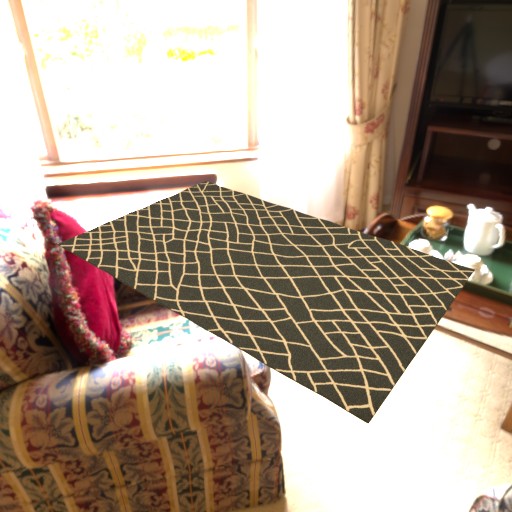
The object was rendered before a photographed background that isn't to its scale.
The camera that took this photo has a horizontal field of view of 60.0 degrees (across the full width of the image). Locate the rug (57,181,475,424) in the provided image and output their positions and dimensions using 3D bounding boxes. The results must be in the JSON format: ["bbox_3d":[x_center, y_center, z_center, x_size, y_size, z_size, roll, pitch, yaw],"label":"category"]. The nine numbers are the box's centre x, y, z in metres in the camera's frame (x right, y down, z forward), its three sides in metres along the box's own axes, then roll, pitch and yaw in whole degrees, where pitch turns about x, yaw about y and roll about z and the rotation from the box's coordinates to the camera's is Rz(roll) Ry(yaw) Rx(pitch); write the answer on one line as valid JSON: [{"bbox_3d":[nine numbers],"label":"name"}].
[{"bbox_3d":[0.000,0.000,3.037,2.448,0.017,1.529,23,38,32],"label":"rug"}]
